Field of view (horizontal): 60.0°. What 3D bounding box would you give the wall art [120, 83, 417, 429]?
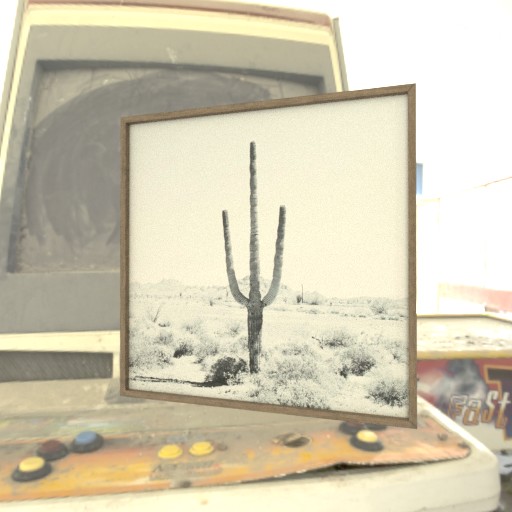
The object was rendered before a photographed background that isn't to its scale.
[{"bbox_3d":[0.000,0.000,0.747,0.508,0.508,0.038,0,0,18],"label":"wall art"}]
